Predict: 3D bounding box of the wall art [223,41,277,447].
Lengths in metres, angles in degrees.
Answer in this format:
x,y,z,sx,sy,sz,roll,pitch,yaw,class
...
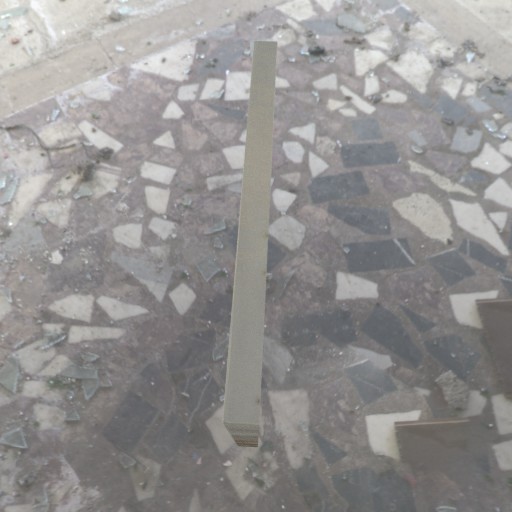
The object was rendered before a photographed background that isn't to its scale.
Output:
x,y,z,sx,sy,sz,roll,pitch,yaw,class
0.000,0.000,0.793,0.041,0.407,0.606,3,64,1,wall art
